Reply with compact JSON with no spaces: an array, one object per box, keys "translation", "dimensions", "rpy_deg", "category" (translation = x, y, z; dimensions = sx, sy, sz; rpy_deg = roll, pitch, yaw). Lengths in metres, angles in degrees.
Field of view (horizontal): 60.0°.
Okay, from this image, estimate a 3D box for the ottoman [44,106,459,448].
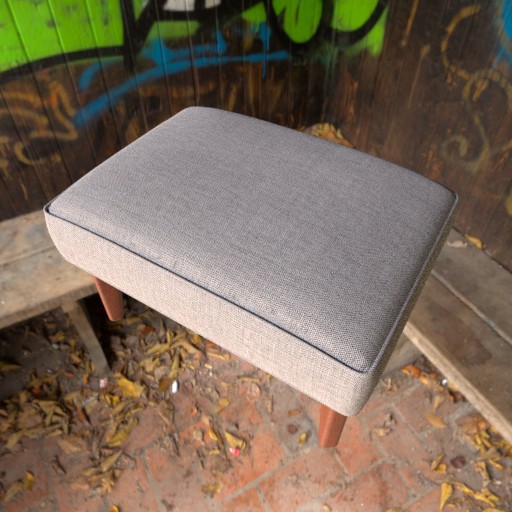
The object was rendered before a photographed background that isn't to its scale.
[{"translation":[0.000,0.000,1.067],"dimensions":[0.750,0.458,0.555],"rpy_deg":[24,51,22],"category":"ottoman"}]
